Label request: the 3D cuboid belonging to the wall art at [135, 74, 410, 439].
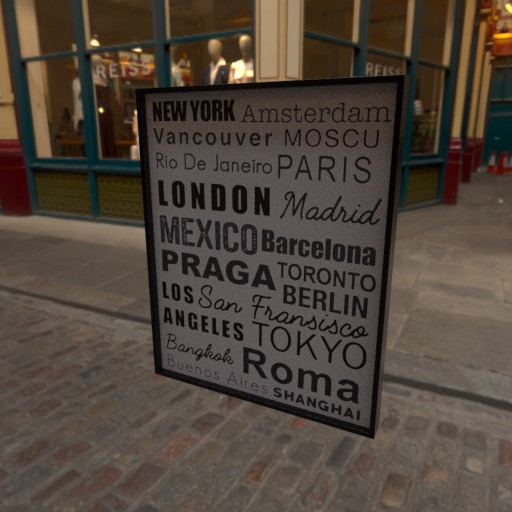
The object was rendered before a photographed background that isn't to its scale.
[{"bbox_3d":[0.000,0.000,0.756,0.448,0.551,0.038,8,18,26],"label":"wall art"}]
